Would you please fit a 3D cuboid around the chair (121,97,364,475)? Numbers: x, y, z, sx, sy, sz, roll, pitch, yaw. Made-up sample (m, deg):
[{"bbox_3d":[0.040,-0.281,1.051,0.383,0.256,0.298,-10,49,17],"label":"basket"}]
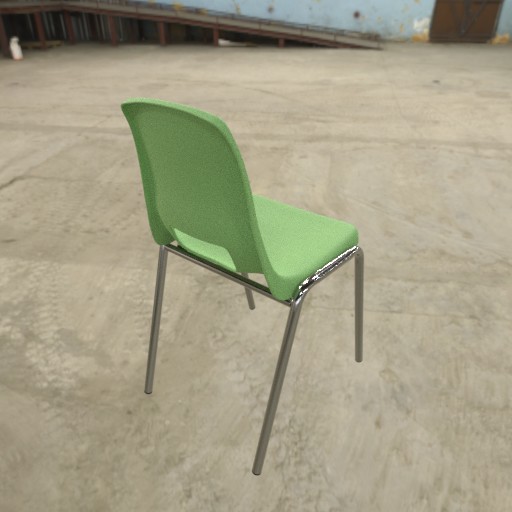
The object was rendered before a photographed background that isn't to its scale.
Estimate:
[{"bbox_3d":[0.000,0.000,0.947,0.381,0.704,0.436,22,37,32],"label":"chair"}]
